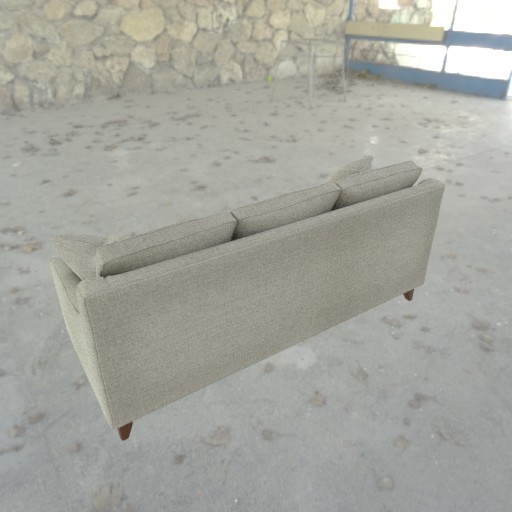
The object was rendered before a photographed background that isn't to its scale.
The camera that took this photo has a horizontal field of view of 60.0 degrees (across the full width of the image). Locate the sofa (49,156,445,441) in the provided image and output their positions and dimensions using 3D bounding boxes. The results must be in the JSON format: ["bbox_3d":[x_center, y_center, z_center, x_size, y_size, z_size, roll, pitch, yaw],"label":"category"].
[{"bbox_3d":[0.000,0.000,2.490,2.031,0.914,0.865,-18,34,-29],"label":"sofa"}]
